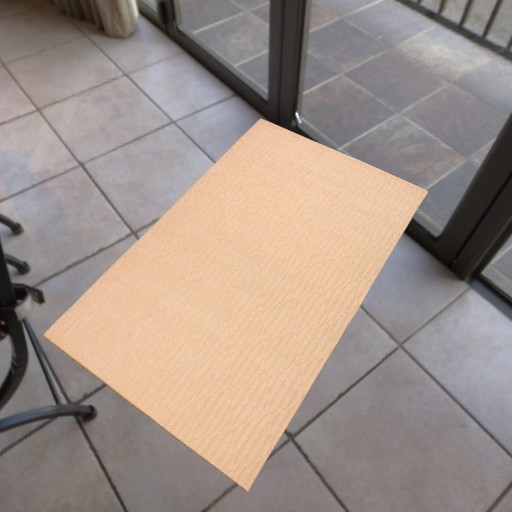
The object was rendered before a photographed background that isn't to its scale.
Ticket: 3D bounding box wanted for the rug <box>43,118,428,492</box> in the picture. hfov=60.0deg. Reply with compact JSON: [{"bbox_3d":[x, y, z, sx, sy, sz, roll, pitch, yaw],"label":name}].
[{"bbox_3d":[0.000,0.000,3.040,1.531,0.014,2.441,29,61,18],"label":"rug"}]
